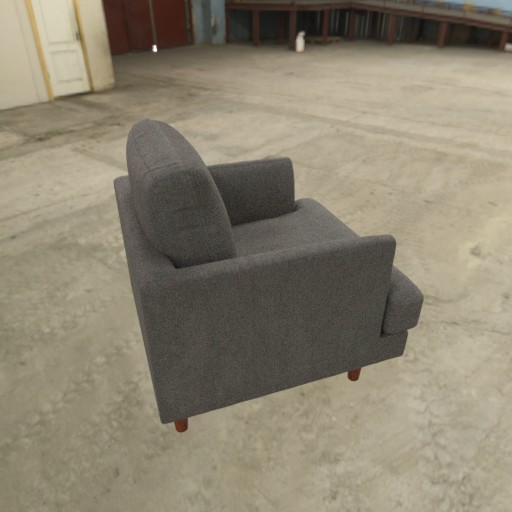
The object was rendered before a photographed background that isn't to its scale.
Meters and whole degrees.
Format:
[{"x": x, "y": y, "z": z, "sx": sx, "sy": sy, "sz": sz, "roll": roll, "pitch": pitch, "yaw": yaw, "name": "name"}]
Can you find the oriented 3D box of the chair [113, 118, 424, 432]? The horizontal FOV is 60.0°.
[{"x": 0.000, "y": 0.000, "z": 1.649, "sx": 0.899, "sy": 0.957, "sz": 0.858, "roll": -11, "pitch": 33, "yaw": -17, "name": "chair"}]
